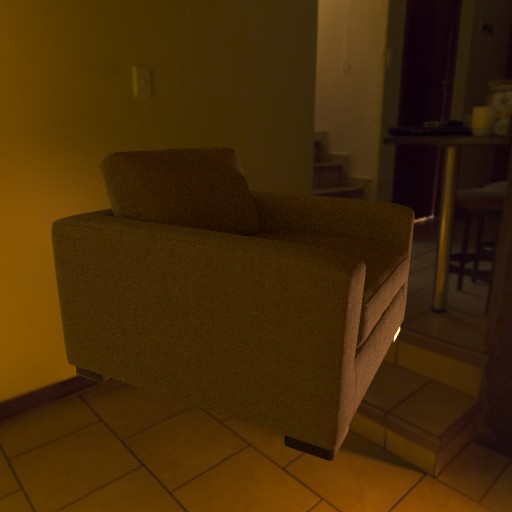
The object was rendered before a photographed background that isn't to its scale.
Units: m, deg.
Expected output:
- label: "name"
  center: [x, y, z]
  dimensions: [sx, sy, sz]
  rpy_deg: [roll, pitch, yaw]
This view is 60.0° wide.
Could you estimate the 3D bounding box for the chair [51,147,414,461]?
- label: "chair"
  center: [0.000, 0.000, 1.814]
  dimensions: [1.100, 0.847, 1.070]
  rpy_deg: [8, 17, 27]
